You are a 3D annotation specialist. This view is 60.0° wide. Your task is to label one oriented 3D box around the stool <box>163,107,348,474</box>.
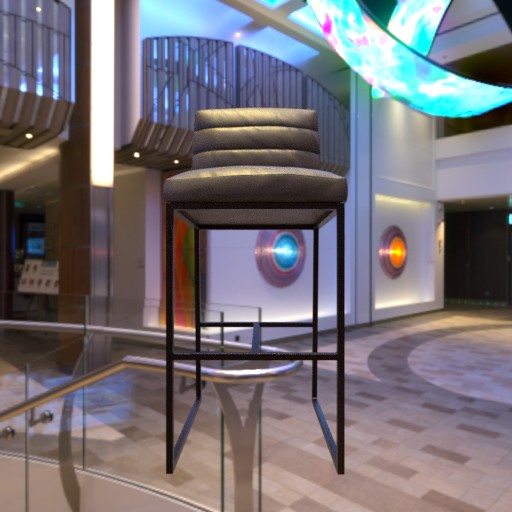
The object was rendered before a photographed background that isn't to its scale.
[{"bbox_3d":[0.000,0.000,1.350,0.463,1.065,0.562,0,0,0],"label":"stool"}]
